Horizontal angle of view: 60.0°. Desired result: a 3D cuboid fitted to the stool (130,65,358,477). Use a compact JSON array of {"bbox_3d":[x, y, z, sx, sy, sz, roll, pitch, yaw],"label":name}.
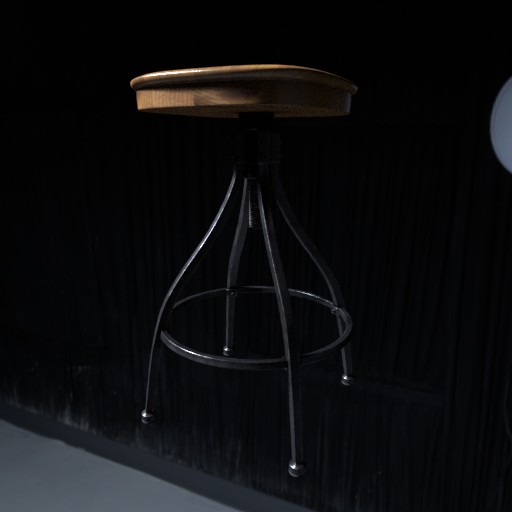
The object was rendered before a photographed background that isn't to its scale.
[{"bbox_3d":[0.000,0.000,0.947,0.424,0.694,0.432,7,17,26],"label":"stool"}]
